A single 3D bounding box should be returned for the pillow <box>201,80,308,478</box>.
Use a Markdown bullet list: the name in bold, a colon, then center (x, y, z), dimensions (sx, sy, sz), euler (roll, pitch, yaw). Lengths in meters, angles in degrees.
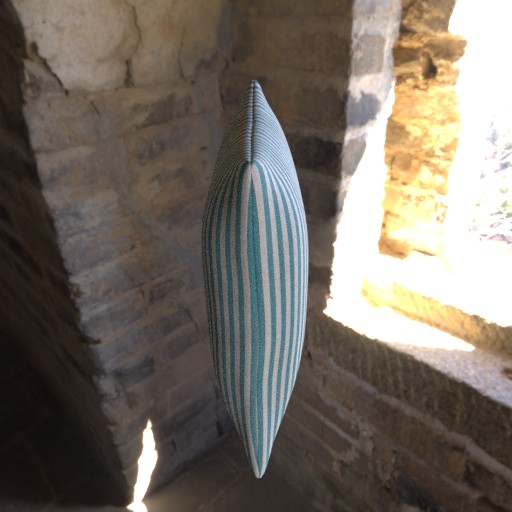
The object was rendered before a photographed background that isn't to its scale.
- **pillow**: center (0.000, 0.000, 0.787), dimensions (0.166, 0.510, 0.523), euler (0, 30, 0)
